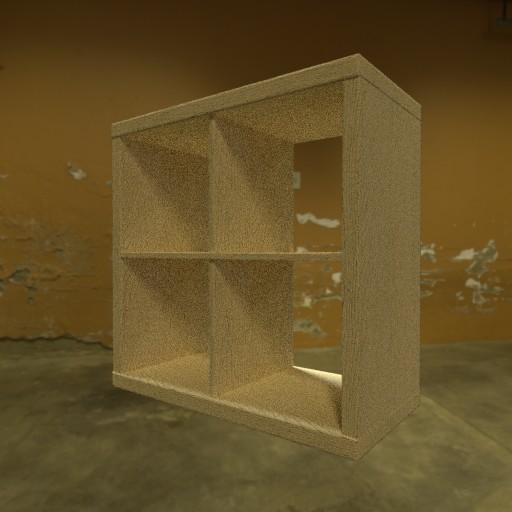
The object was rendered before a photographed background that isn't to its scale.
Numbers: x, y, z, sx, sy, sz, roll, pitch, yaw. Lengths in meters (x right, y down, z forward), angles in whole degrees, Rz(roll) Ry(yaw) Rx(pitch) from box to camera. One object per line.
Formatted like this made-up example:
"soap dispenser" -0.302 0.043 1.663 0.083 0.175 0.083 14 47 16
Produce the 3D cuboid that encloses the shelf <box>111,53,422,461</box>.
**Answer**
"shelf" 0.000 0.000 1.247 0.790 0.786 0.390 1 1 37
